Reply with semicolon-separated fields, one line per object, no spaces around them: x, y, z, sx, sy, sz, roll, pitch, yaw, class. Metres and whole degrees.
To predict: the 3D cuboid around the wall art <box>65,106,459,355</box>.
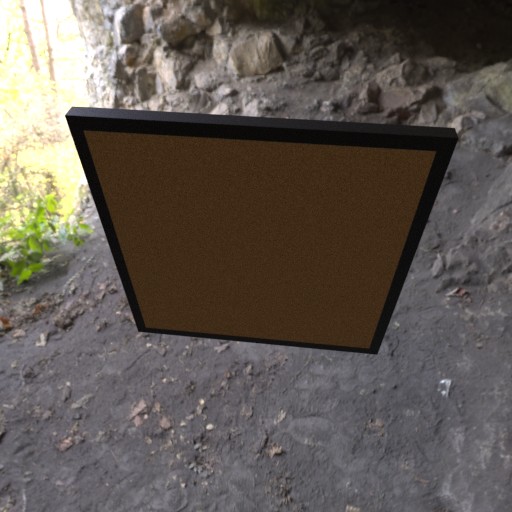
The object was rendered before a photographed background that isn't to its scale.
0.000;0.000;1.145;0.765;0.765;0.038;5;47;4;wall art
